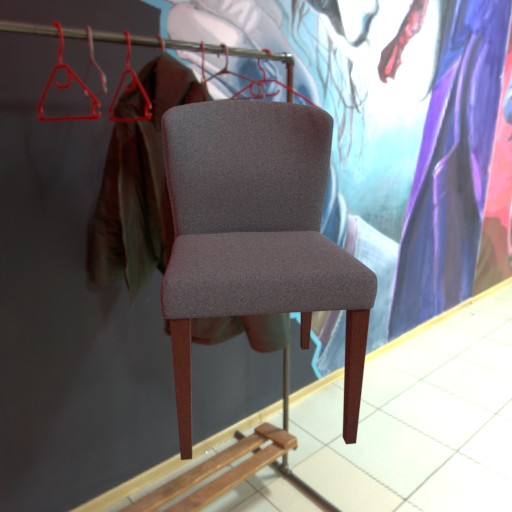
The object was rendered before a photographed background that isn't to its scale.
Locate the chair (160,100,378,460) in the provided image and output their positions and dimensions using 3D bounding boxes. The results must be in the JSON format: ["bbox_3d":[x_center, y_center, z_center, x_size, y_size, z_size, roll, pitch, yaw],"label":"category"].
[{"bbox_3d":[0.000,0.000,1.220,0.491,0.839,0.592,-2,16,-7],"label":"chair"}]
